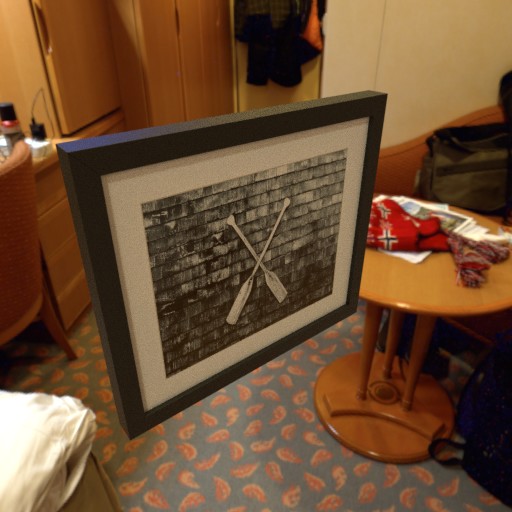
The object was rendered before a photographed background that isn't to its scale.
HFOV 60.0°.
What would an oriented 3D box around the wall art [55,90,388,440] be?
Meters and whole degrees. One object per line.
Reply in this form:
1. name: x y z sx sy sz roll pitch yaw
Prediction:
1. wall art: 0.000 0.000 0.526 0.381 0.330 0.029 -22 37 -32
